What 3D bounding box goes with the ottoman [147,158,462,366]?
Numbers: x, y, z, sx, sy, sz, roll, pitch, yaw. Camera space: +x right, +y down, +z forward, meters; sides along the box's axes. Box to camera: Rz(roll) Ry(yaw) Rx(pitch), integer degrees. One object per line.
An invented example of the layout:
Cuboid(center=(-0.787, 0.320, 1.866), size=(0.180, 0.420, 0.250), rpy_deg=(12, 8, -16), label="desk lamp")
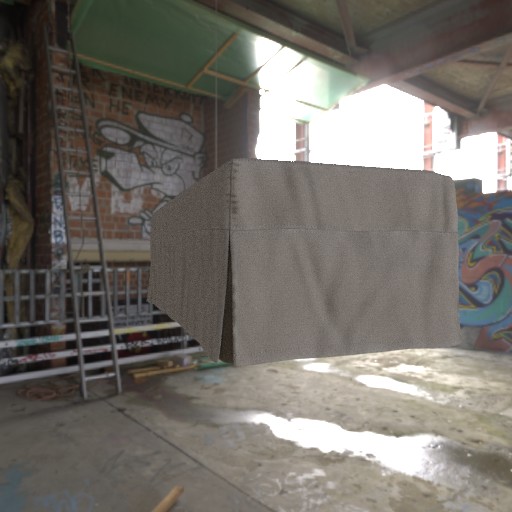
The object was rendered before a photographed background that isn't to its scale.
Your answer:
Cuboid(center=(0.000, 0.000, 1.661), size=(0.665, 0.457, 1.388), rpy_deg=(0, 0, -20), label="ottoman")
